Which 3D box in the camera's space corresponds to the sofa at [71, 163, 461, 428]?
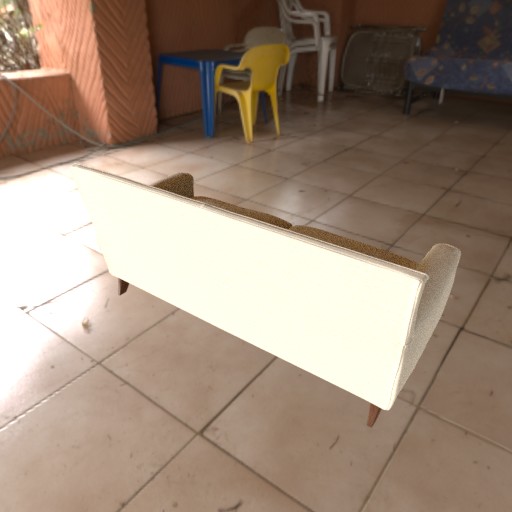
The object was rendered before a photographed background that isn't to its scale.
[{"bbox_3d":[0.000,0.000,2.496,2.001,0.907,0.841,20,36,31],"label":"sofa"}]
